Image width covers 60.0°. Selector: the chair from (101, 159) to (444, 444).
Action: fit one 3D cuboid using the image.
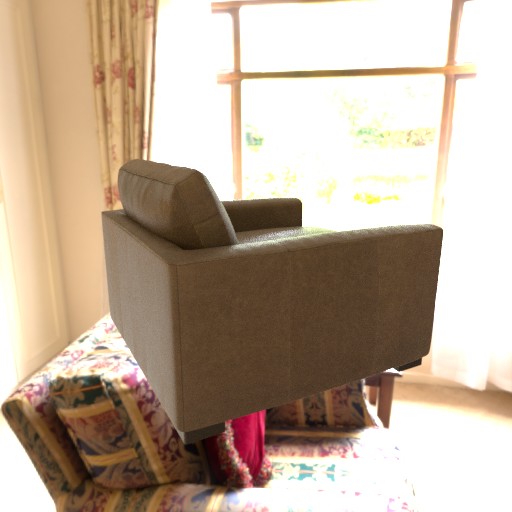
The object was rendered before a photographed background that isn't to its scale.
[{"bbox_3d":[0.000,0.000,1.896,1.080,0.807,1.106,-8,16,-27],"label":"chair"}]
